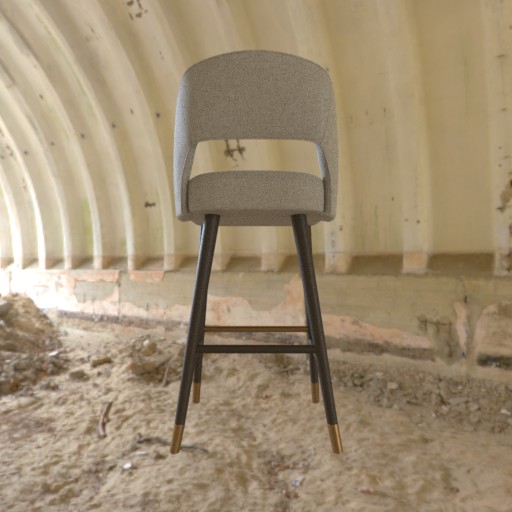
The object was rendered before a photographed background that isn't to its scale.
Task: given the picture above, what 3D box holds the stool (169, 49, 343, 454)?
[{"bbox_3d":[0.000,0.000,1.358,0.494,1.037,0.509,0,-2,0],"label":"stool"}]
